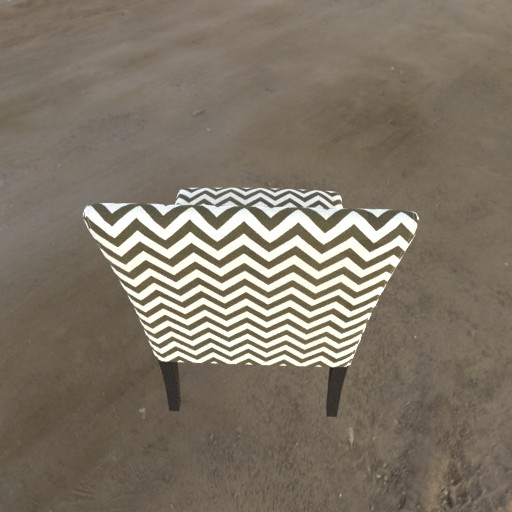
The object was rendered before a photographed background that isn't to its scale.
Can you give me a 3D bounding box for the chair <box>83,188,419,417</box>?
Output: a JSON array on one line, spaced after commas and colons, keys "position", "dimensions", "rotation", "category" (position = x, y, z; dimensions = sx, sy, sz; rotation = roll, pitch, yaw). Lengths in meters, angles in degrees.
[{"position": [0.000, 0.000, 1.275], "dimensions": [0.589, 0.838, 0.648], "rotation": [2, 46, 1], "category": "chair"}]
